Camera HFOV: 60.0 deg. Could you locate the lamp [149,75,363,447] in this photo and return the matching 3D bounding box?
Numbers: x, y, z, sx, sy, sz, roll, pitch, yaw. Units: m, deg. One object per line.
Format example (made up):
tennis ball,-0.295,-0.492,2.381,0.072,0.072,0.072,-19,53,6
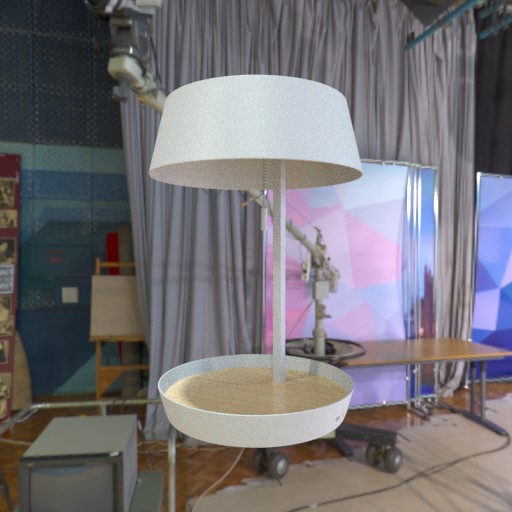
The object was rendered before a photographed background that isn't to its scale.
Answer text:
lamp,0.000,0.000,0.621,0.291,0.429,0.291,0,2,0
